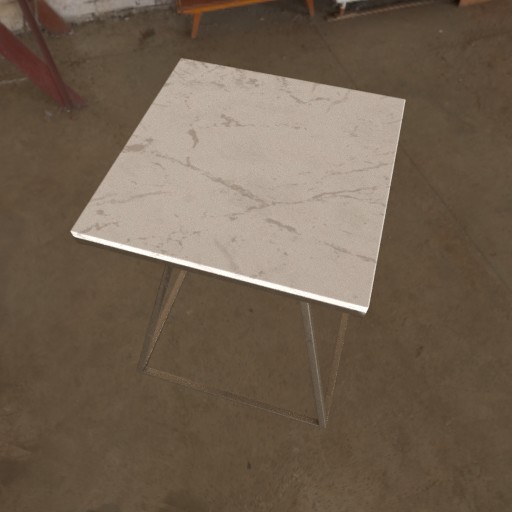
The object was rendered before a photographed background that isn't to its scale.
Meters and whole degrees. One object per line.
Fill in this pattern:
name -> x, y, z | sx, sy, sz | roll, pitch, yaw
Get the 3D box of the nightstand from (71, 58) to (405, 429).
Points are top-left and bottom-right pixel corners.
nightstand -> 0.000, 0.000, 0.906 | 0.455, 0.554, 0.455 | 14, 59, 9
